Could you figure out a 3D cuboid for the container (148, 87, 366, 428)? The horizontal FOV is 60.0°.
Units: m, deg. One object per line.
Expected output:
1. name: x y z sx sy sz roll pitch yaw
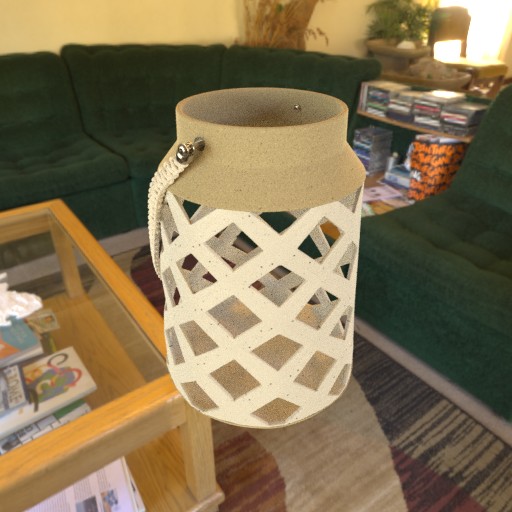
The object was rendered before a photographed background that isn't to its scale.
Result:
1. container: 0.000 0.000 0.343 0.172 0.229 0.163 21 37 30
